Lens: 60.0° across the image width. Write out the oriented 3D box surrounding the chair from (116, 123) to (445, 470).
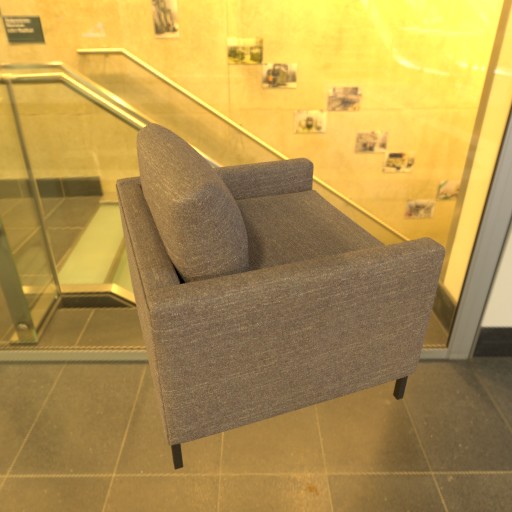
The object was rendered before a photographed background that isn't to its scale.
[{"bbox_3d":[0.000,0.000,1.575,0.845,0.841,0.940,-10,31,-17],"label":"chair"}]
